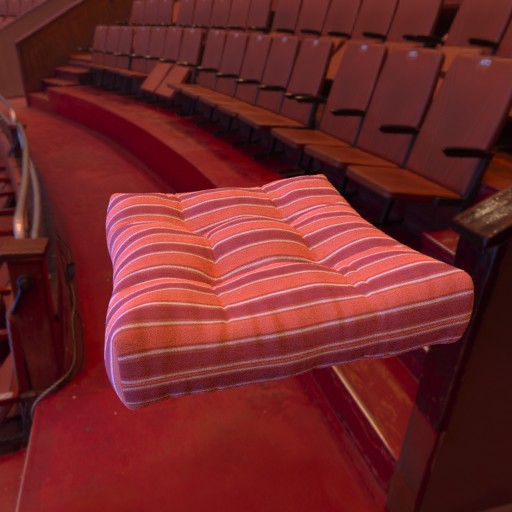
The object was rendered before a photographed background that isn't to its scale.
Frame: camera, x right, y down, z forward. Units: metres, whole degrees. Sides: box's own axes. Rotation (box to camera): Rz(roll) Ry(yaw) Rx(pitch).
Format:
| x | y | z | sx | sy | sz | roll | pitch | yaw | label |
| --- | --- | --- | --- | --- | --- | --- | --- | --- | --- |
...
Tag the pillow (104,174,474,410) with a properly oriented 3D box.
| x | y | z | sx | sy | sz | roll | pitch | yaw | label |
| --- | --- | --- | --- | --- | --- | --- | --- | --- | --- |
| 0.000 | 0.000 | 0.720 | 0.468 | 0.133 | 0.490 | -8 | 28 | -15 | pillow |
